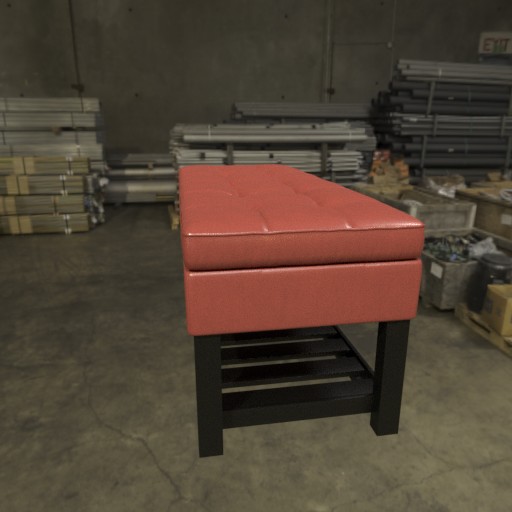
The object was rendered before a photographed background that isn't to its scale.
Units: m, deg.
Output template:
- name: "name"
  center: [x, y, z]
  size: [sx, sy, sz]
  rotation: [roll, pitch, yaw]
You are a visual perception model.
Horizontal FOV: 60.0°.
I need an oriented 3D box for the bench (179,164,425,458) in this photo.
- name: "bench"
  center: [0.000, 0.000, 1.314]
  size: [0.432, 0.460, 1.105]
  rotation: [-3, 17, -9]
